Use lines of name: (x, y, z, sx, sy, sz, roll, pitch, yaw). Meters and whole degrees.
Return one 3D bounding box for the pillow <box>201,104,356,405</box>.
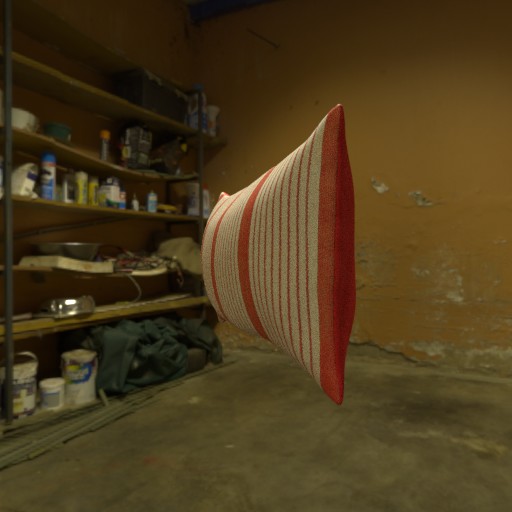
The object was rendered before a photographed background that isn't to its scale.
pillow: (0.000, 0.000, 0.718, 0.151, 0.297, 0.608, 0, -1, -15)
